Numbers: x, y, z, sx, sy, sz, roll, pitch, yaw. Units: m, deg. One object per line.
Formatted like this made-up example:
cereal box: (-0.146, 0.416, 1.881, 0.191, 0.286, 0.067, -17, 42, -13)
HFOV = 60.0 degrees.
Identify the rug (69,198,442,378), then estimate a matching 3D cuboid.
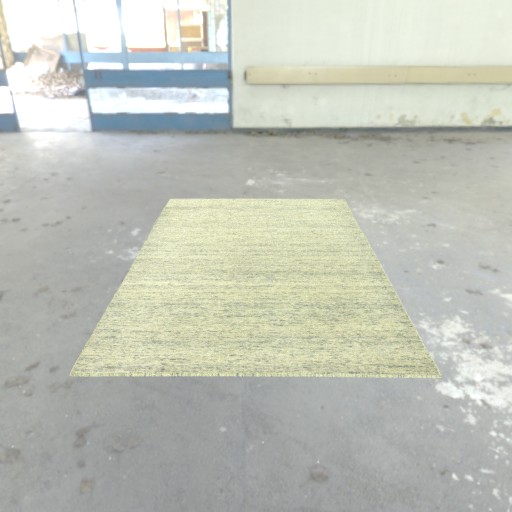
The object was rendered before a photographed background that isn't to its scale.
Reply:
rug: (0.000, 0.000, 2.294, 1.243, 0.014, 1.846, 0, 26, 0)
